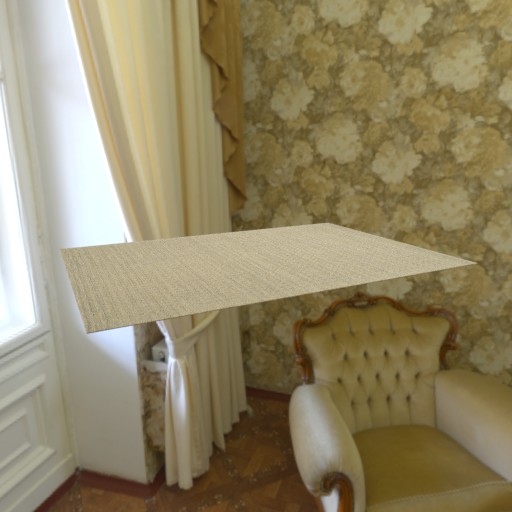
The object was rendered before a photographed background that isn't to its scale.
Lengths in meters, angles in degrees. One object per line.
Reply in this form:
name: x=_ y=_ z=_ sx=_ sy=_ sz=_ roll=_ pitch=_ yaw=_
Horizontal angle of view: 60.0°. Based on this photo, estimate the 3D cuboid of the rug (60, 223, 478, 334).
rug: x=0.000 y=0.000 z=3.701 sx=2.895 sy=0.006 sz=1.981 roll=-7 pitch=16 yaw=-26
